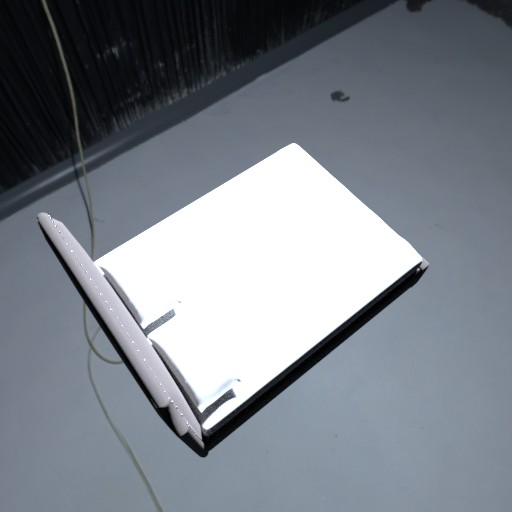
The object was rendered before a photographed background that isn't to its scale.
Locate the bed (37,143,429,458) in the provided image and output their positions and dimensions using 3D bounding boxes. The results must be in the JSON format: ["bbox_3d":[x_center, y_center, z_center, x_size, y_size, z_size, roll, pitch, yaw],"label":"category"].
[{"bbox_3d":[0.000,0.000,3.412,2.372,1.443,1.713,-34,66,-18],"label":"bed"}]
